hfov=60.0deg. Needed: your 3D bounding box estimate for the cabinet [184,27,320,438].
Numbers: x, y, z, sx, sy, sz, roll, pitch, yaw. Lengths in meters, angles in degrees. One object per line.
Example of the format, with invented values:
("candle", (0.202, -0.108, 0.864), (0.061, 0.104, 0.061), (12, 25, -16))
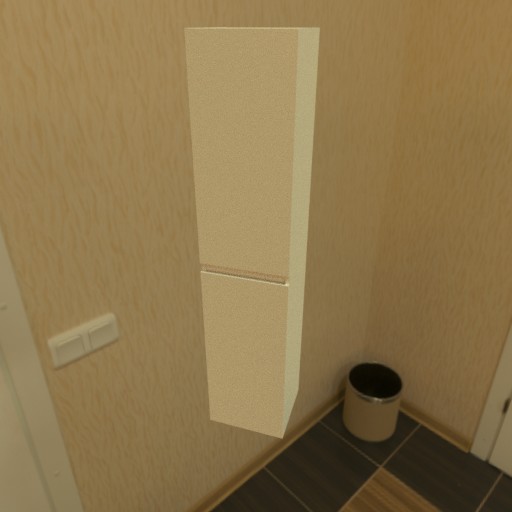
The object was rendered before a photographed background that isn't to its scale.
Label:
("cabinet", (0.000, 0.000, 1.529), (0.300, 1.400, 0.269), (9, 29, 16))
